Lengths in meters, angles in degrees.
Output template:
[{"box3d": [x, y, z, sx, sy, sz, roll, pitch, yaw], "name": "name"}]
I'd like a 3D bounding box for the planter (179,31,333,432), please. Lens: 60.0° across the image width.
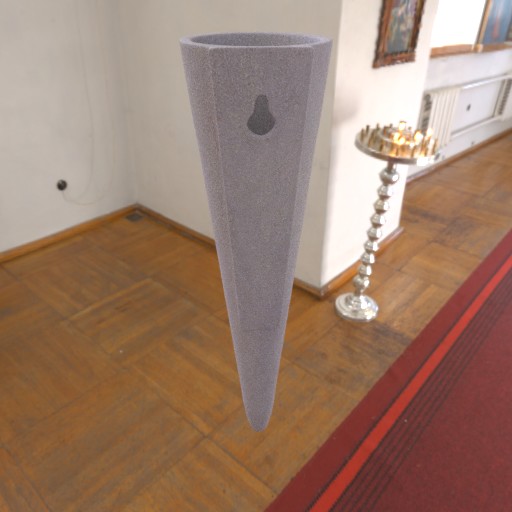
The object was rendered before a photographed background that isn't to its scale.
[{"box3d": [0.000, 0.000, 0.292, 0.078, 0.259, 0.087, -2, 31, -3], "name": "planter"}]
